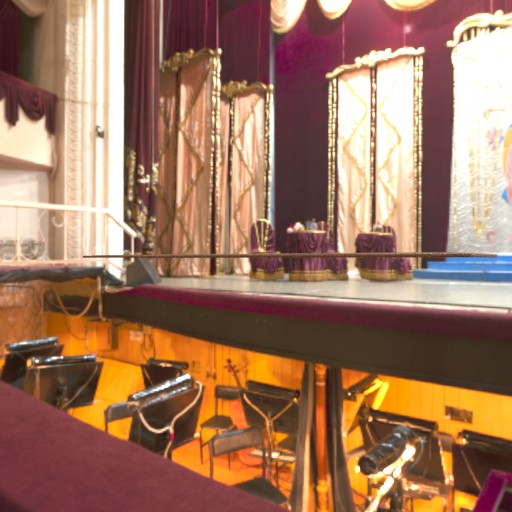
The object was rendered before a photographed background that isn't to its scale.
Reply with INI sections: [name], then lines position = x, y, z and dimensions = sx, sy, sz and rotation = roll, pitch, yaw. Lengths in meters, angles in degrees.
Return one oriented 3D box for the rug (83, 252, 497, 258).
[rug]
position = 0.000, 0.000, 2.463
dimensions = 2.297, 0.019, 0.659
rotation = 0, 0, 36
